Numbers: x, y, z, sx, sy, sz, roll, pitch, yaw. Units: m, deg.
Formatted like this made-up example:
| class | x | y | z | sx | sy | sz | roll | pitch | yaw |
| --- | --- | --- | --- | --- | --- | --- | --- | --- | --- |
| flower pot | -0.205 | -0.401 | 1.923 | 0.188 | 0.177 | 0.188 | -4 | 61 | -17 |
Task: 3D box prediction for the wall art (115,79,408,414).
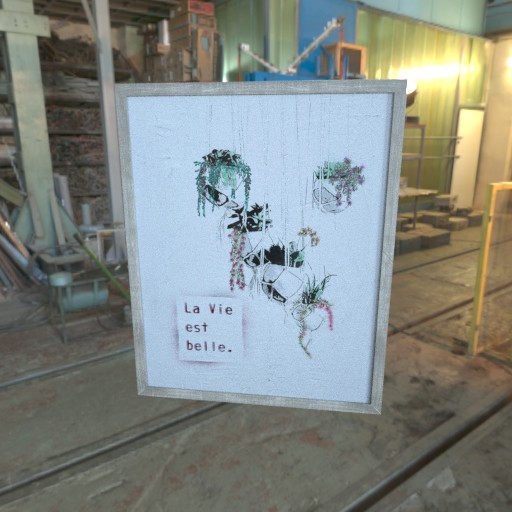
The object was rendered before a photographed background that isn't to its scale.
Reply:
| class | x | y | z | sx | sy | sz | roll | pitch | yaw |
| --- | --- | --- | --- | --- | --- | --- | --- | --- | --- |
| wall art | 0.000 | 0.000 | 0.711 | 0.421 | 0.521 | 0.032 | 2 | 15 | 7 |
